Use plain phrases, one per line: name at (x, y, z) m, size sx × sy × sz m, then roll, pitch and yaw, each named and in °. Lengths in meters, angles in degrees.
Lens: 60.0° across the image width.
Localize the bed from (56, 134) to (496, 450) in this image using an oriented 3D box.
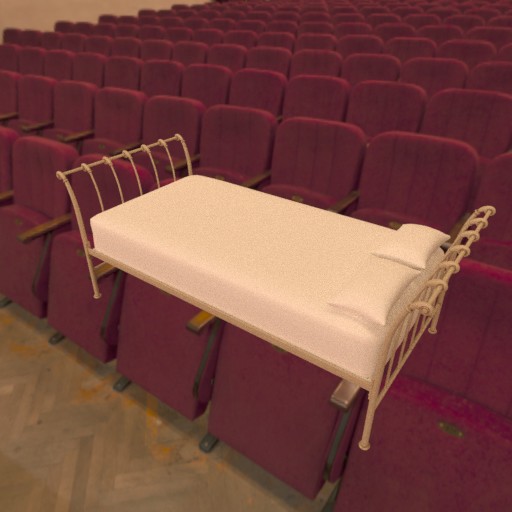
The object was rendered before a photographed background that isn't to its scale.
bed at (0.000, 0.000, 2.636) m, size 2.228 × 0.873 × 1.032 m, roll 21°, pitch 37°, yaw 30°
